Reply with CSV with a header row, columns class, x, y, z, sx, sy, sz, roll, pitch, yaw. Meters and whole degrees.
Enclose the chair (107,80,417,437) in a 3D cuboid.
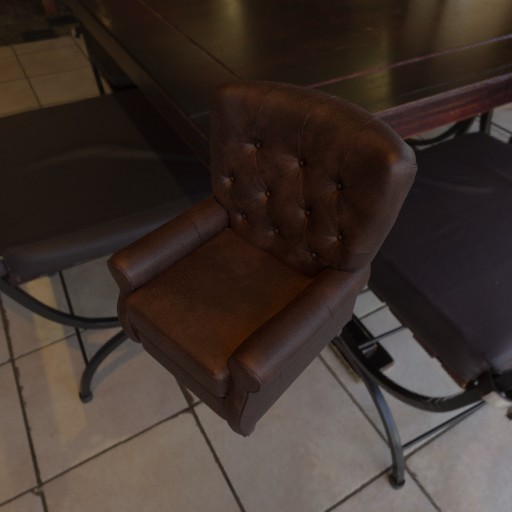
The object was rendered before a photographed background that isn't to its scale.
class,x,y,z,sx,sy,sz,roll,pitch,yaw
chair,0.000,0.000,1.929,0.948,1.158,1.058,32,53,28
